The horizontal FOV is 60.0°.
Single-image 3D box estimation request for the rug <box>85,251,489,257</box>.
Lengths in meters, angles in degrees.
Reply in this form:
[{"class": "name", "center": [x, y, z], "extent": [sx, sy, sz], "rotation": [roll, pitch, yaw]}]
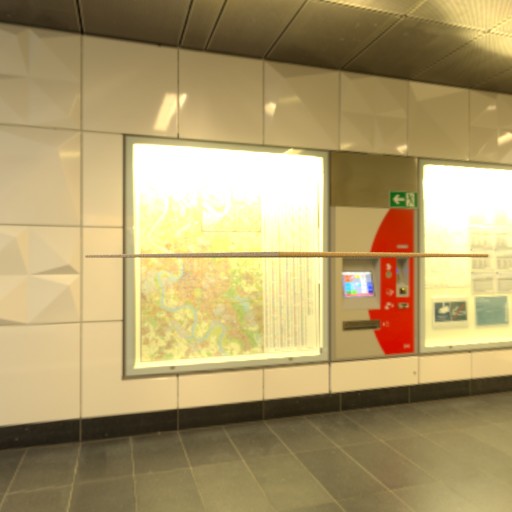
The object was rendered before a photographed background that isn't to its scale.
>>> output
[{"class": "rug", "center": [0.000, 0.000, 2.329], "extent": [1.222, 0.015, 1.828], "rotation": [0, 0, -37]}]
